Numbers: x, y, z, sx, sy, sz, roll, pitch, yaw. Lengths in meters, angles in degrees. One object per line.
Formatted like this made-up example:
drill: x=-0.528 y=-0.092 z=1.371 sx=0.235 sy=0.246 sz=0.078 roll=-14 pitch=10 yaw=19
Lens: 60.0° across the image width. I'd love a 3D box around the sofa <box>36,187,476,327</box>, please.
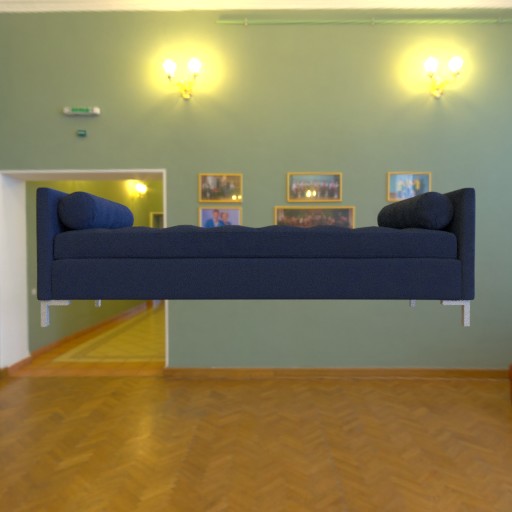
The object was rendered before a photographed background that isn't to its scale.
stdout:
sofa: x=0.000 y=0.000 z=2.471 sx=2.102 sy=0.657 sz=0.797 roll=0 pitch=1 yaw=0
